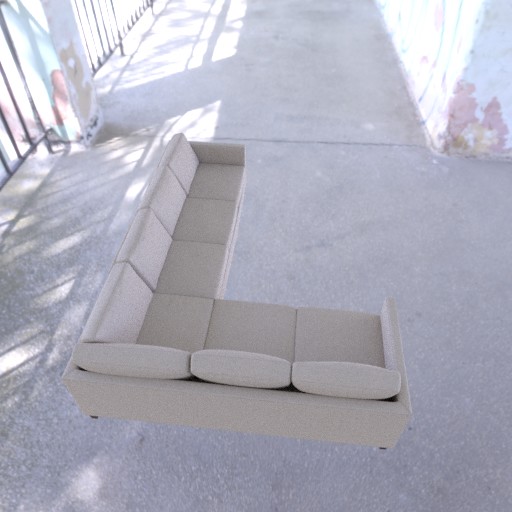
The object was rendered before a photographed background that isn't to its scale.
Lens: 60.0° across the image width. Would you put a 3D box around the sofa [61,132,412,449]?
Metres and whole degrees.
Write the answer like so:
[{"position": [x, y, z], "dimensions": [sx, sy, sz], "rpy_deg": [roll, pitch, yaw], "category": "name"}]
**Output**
[{"position": [0.000, 0.000, 4.272], "dimensions": [2.432, 0.863, 3.182], "rpy_deg": [4, 46, 4], "category": "sofa"}]
